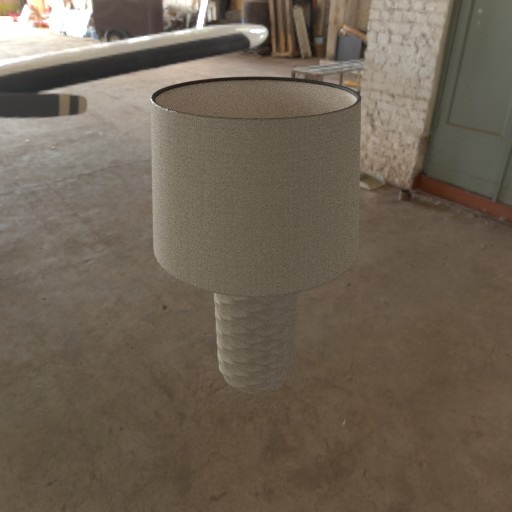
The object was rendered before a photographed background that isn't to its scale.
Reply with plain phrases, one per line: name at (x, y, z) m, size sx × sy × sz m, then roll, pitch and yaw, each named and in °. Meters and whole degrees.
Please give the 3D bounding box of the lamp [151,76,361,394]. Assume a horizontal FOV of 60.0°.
lamp at (0.000, 0.000, 0.848) m, size 0.376 × 0.594 × 0.376 m, roll 0°, pitch 31°, yaw 0°
